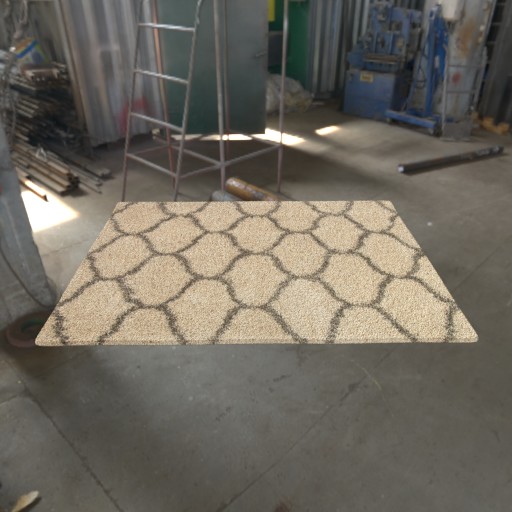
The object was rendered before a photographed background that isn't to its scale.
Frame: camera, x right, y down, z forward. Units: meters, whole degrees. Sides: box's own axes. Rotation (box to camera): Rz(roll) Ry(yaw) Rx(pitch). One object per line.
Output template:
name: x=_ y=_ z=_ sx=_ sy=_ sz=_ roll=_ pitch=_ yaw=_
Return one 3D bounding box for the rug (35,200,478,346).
rug: x=0.000 y=0.000 z=2.098 sx=1.600 sy=0.025 sz=1.200 roll=0 pitch=31 yaw=-1
